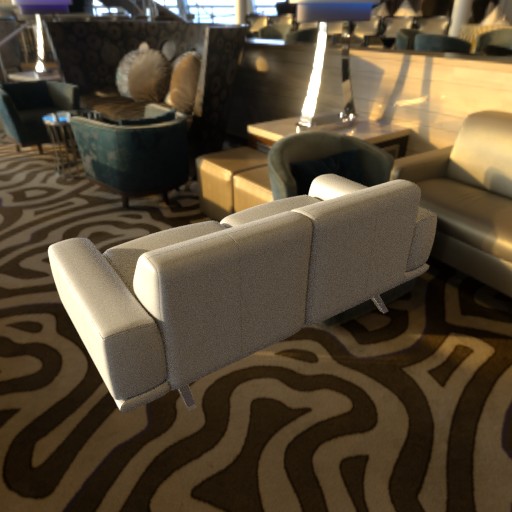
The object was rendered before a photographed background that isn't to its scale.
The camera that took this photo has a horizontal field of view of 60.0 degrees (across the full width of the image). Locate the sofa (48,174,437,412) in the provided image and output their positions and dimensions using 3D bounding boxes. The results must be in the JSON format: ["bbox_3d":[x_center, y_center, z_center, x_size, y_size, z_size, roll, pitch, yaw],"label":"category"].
[{"bbox_3d":[0.000,0.000,2.385,1.901,0.772,0.900,-19,34,-30],"label":"sofa"}]
